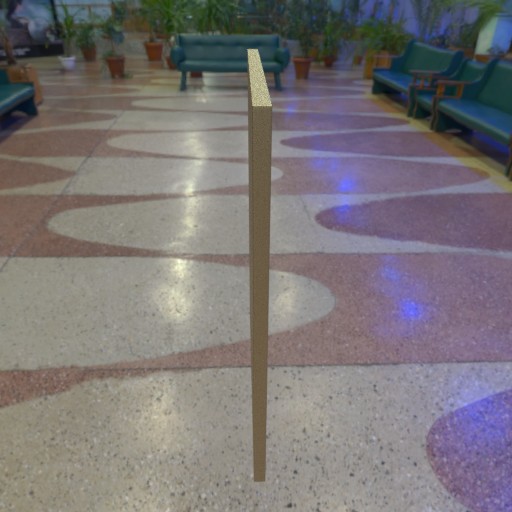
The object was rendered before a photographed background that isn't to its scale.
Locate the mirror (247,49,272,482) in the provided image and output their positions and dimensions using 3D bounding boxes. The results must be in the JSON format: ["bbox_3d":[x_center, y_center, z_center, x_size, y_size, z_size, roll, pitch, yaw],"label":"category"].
[{"bbox_3d":[0.000,0.000,1.299,0.032,1.023,0.756,-1,31,-1],"label":"mirror"}]
